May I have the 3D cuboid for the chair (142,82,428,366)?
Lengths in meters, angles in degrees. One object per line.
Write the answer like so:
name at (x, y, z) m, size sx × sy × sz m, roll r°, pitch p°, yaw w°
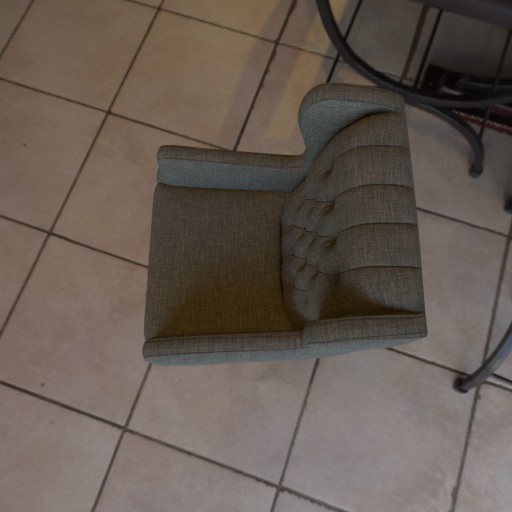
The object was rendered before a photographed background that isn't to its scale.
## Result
chair at (0.000, 0.000, 1.480) m, size 0.775 × 0.953 × 0.711 m, roll 0°, pitch 74°, yaw 0°
